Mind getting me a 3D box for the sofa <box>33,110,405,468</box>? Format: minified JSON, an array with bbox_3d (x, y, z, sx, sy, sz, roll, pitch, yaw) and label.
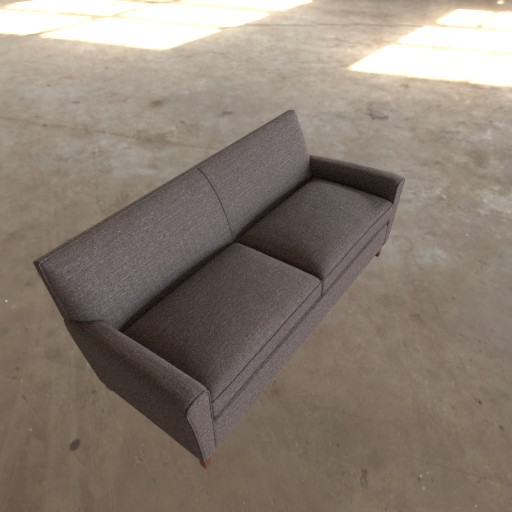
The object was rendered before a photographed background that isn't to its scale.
[{"bbox_3d":[0.000,0.000,2.460,0.875,0.846,1.976,26,47,27],"label":"sofa"}]
